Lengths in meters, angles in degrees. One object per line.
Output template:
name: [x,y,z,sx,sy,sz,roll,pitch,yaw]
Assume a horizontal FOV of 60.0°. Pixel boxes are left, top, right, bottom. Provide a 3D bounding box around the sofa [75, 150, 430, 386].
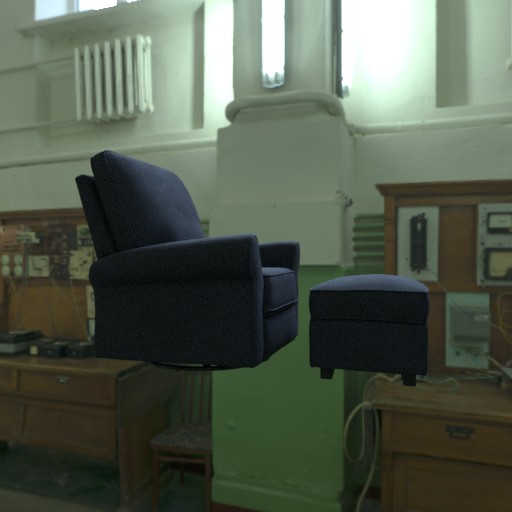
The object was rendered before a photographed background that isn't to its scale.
sofa: [0.000,0.000,2.053,1.478,0.959,0.880,0,0,18]
